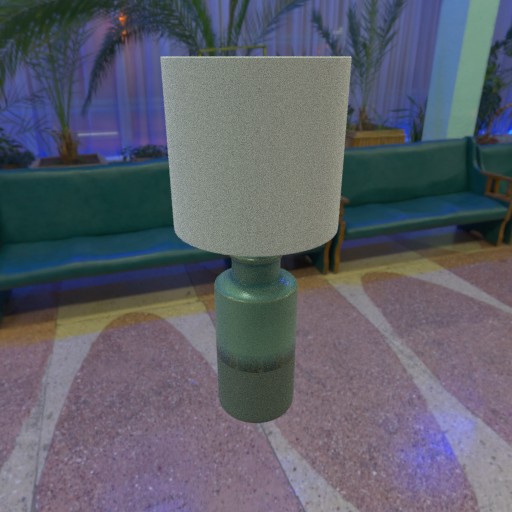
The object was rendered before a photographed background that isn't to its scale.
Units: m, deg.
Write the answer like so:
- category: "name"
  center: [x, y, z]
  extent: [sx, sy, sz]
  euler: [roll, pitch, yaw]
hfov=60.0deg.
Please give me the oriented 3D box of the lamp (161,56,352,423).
- category: "lamp"
  center: [0.000, 0.000, 0.601]
  extent: [0.212, 0.493, 0.212]
  euler: [-7, 25, -16]
